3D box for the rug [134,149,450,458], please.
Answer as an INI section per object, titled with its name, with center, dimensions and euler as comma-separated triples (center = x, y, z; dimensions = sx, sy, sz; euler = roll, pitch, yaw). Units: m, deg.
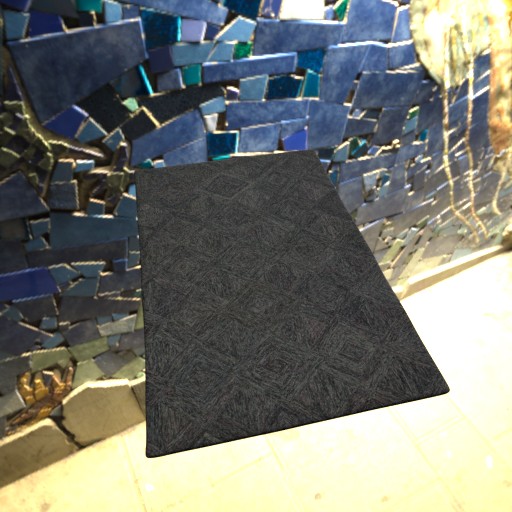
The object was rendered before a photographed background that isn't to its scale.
[rug]
center = 0.000, 0.000, 2.199
dimensions = 1.158, 0.013, 1.752
euler = -9, 46, -9
